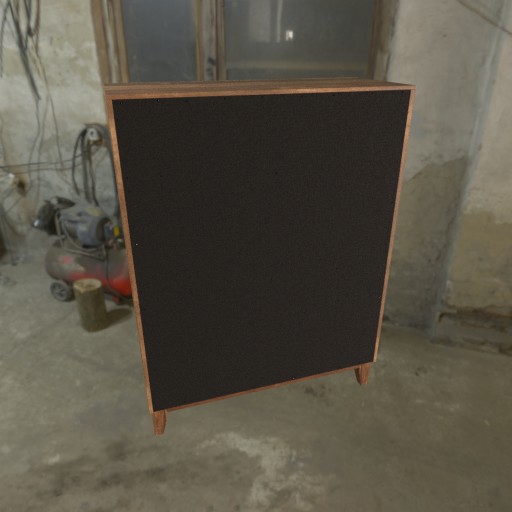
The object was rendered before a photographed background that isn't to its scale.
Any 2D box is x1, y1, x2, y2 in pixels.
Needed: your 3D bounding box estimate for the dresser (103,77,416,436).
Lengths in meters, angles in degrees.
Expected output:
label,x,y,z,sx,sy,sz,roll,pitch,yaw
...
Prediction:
label,x,y,z,sx,sy,sz,roll,pitch,yaw
dresser,0.000,0.000,1.921,1.062,1.393,0.442,-8,27,-16
